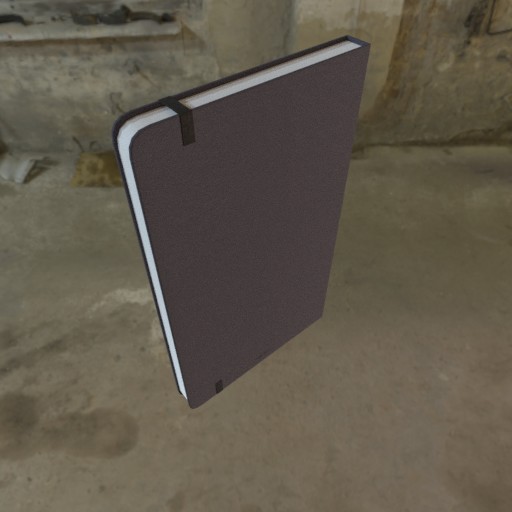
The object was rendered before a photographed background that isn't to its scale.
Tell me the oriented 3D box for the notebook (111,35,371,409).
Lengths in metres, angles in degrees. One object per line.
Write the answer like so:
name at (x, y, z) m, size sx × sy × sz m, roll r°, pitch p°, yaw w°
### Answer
notebook at (0.000, 0.000, 0.258) m, size 0.127 × 0.213 × 0.016 m, roll -31°, pitch 53°, yaw -26°
